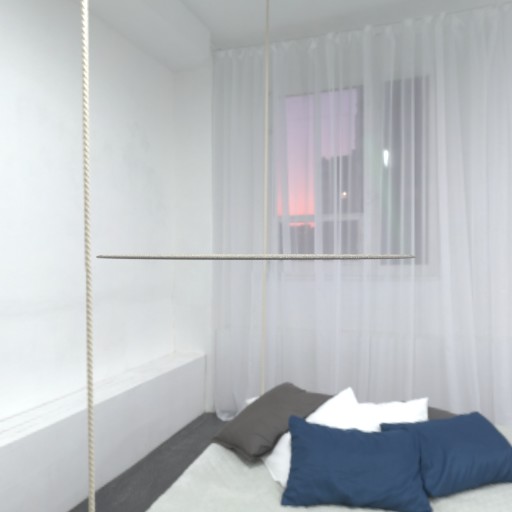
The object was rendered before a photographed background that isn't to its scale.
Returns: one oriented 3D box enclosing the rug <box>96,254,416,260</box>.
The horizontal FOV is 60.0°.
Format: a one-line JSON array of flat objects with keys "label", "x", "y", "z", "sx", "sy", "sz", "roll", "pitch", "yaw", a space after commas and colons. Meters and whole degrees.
[{"label": "rug", "x": 0.000, "y": 0.000, "z": 2.346, "sx": 1.593, "sy": 0.012, "sz": 1.593, "roll": 0, "pitch": 1, "yaw": 0}]
